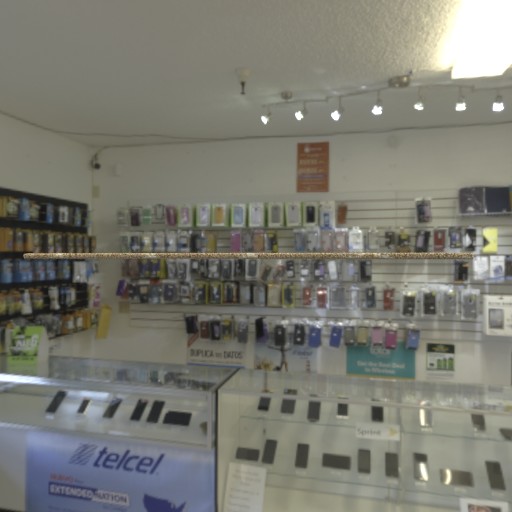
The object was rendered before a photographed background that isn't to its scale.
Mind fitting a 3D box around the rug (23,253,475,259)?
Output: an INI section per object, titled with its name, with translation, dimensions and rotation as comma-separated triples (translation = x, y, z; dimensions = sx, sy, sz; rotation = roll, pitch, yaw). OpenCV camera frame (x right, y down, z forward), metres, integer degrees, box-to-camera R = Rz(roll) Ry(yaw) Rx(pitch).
[rug]
translation = 0.000, 0.000, 3.011
dimensions = 2.438, 0.030, 1.524
rotation = 0, 0, 16
